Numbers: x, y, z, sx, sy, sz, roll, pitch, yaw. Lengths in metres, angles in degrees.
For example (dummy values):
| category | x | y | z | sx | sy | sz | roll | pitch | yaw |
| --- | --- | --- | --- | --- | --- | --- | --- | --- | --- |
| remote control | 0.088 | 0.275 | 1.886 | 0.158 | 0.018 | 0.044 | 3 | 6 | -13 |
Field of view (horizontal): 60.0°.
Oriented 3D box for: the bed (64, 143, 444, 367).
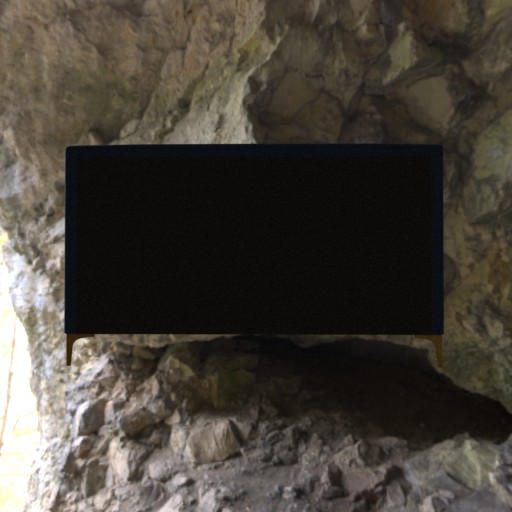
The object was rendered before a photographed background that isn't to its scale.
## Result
| category | x | y | z | sx | sy | sz | roll | pitch | yaw |
| --- | --- | --- | --- | --- | --- | --- | --- | --- | --- |
| bed | 0.000 | 0.000 | 3.524 | 2.096 | 1.231 | 2.232 | 0 | -1 | 1 |
